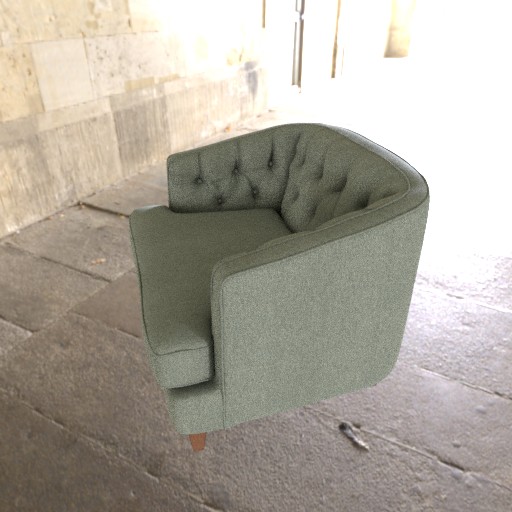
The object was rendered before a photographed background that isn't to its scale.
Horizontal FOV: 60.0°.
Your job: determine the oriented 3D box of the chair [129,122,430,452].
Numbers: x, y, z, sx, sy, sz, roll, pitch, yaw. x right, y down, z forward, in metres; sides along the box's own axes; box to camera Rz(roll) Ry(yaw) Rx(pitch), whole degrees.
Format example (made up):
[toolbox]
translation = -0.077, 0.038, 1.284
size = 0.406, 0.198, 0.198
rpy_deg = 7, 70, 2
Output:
[chair]
translation = 0.000, 0.000, 1.767
size = 0.945, 0.852, 1.094
rpy_deg = -9, 32, -15
